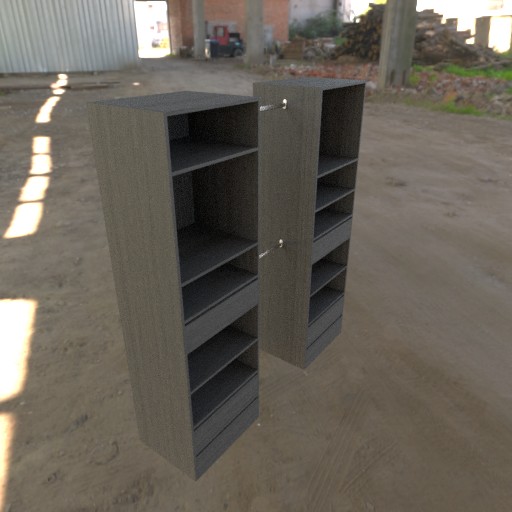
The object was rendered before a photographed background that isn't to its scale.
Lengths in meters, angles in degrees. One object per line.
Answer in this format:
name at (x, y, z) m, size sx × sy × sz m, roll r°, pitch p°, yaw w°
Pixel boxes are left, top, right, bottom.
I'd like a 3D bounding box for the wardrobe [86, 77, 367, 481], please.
wardrobe at (0.000, 0.000, 2.825) m, size 0.480 × 2.000 × 1.770 m, roll 18°, pitch 31°, yaw 33°
